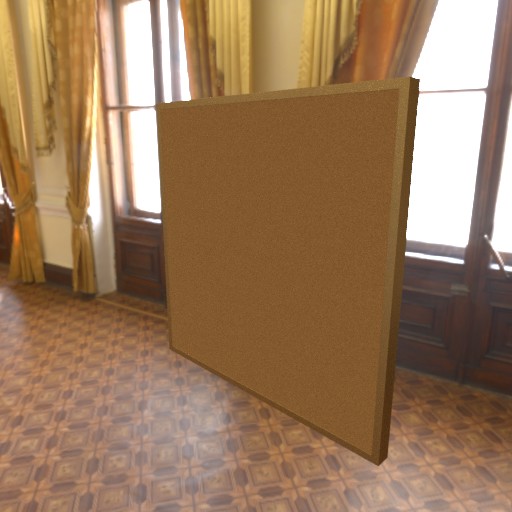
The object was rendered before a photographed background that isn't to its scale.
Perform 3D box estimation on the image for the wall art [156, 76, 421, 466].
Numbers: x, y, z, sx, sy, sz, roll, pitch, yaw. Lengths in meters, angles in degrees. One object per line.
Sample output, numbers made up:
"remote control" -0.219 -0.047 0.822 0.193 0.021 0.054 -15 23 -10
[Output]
"wall art" 0.000 0.000 1.104 0.038 0.762 0.762 -14 20 -43
